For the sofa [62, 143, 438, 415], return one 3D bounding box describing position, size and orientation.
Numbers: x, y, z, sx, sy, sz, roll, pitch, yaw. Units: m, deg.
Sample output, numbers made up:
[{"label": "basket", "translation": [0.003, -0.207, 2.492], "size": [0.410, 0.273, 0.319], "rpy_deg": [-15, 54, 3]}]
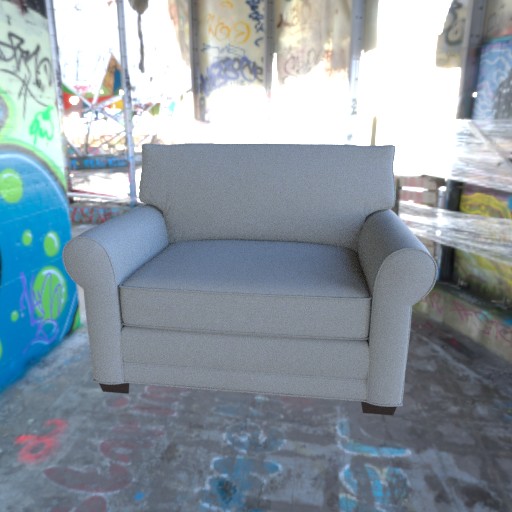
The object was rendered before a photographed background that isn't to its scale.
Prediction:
[{"label": "sofa", "translation": [0.000, 0.000, 2.080], "size": [1.405, 1.006, 0.937], "rpy_deg": [2, 16, 8]}]
